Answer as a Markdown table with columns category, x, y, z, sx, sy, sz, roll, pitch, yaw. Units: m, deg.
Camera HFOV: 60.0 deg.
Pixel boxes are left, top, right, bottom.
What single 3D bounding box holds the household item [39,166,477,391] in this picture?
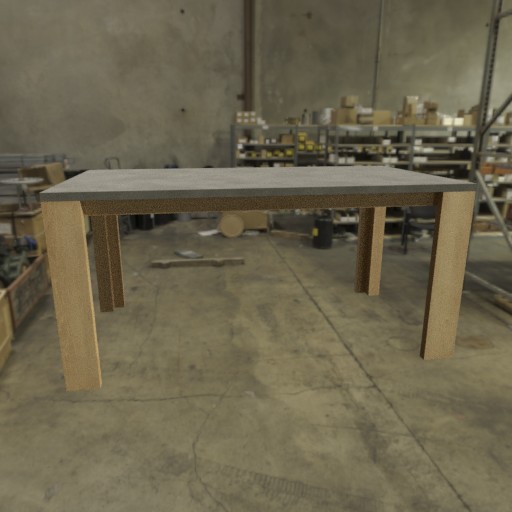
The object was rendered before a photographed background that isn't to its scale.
| category | x | y | z | sx | sy | sz | roll | pitch | yaw |
| --- | --- | --- | --- | --- | --- | --- | --- | --- | --- |
| household item | 0.000 | 0.000 | 2.106 | 1.600 | 0.755 | 0.850 | -3 | 16 | -9 |
